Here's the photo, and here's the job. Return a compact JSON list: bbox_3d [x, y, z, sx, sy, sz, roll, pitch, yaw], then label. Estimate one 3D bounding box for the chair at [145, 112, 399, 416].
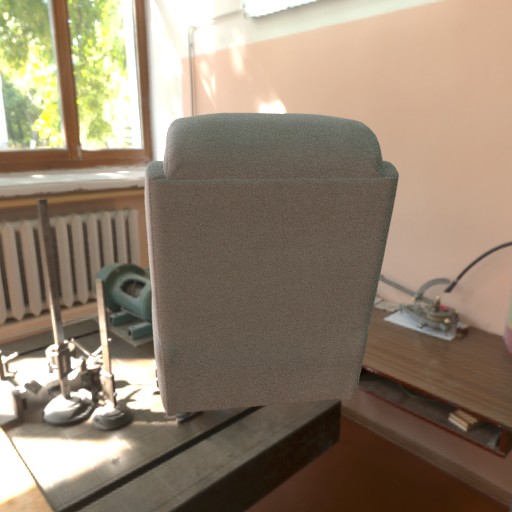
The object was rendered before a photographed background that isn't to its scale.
[{"bbox_3d":[0.000,0.000,1.715,0.798,1.013,1.043,-2,15,-8],"label":"chair"}]
